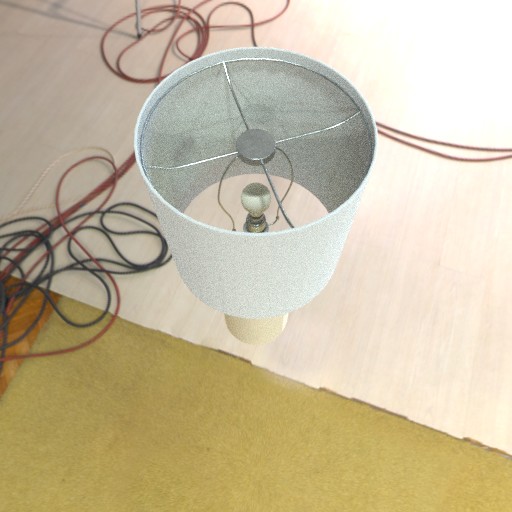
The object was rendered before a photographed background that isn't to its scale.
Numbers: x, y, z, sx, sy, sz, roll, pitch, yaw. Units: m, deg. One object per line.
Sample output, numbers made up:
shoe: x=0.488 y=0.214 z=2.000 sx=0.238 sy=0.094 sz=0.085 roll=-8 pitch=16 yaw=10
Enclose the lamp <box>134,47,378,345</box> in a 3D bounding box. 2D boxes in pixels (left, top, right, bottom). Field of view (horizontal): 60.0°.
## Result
lamp: x=0.000 y=0.000 z=0.606 sx=0.212 sy=0.493 sz=0.212 roll=-16 pitch=65 yaw=-8
